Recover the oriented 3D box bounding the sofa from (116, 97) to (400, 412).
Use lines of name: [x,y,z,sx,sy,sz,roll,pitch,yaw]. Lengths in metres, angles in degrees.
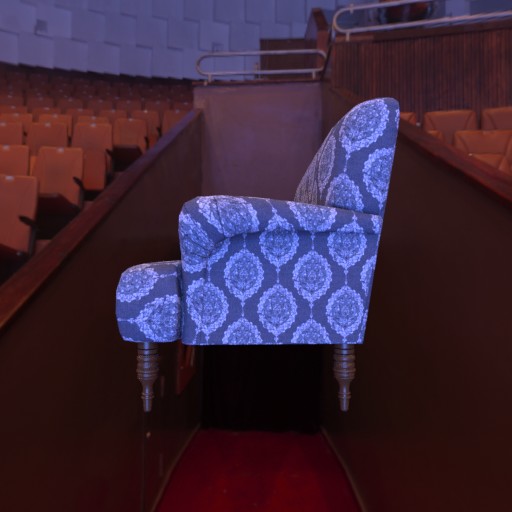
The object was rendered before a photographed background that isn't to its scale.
sofa: [0.000,0.000,1.760,0.779,0.867,1.297,0,-1,-1]
